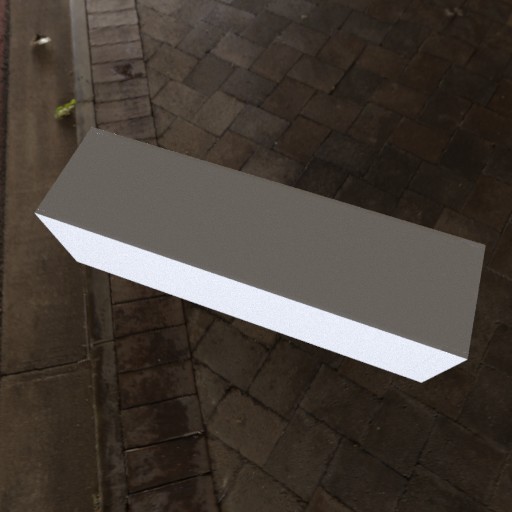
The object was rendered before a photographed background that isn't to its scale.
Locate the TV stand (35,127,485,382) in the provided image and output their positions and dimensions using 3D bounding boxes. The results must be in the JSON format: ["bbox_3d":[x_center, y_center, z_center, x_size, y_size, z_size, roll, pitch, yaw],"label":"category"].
[{"bbox_3d":[0.000,0.000,1.723,1.500,0.440,0.410,18,66,8],"label":"TV stand"}]
